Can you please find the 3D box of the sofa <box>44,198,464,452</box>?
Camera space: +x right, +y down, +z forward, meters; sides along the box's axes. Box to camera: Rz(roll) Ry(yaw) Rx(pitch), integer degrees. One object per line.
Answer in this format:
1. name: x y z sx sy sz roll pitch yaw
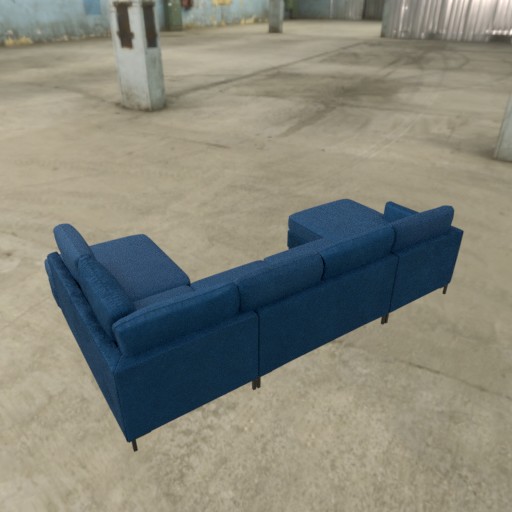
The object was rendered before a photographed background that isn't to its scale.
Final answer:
1. sofa: 0.000 0.000 4.237 3.434 0.992 2.055 -18 34 -29
